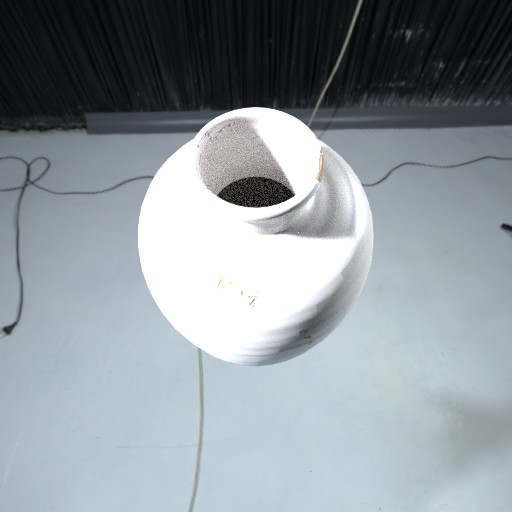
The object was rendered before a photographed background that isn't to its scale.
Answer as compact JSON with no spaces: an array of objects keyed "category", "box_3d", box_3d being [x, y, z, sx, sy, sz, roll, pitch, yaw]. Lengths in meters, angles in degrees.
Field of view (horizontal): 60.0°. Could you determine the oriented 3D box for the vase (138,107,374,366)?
[{"category":"vase","box_3d":[0.000,0.000,0.329,0.158,0.228,0.158,0,63,0]}]
